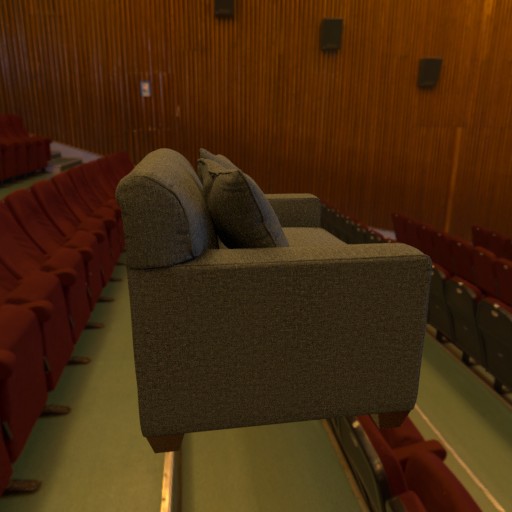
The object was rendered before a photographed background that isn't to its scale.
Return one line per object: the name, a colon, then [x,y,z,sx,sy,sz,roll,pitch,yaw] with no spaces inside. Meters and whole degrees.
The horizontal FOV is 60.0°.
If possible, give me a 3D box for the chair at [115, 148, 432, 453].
chair: [0.000,0.000,2.026,1.000,0.948,1.383,-3,16,-9]
